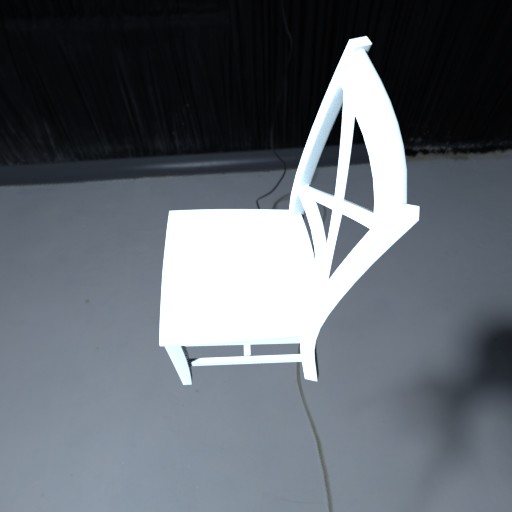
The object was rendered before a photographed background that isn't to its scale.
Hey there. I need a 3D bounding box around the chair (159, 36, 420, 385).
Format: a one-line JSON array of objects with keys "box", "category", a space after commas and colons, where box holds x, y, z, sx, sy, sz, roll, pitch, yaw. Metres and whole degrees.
[{"box": [0.000, 0.000, 1.237, 0.542, 0.983, 0.485, -2, 59, -1], "category": "chair"}]
